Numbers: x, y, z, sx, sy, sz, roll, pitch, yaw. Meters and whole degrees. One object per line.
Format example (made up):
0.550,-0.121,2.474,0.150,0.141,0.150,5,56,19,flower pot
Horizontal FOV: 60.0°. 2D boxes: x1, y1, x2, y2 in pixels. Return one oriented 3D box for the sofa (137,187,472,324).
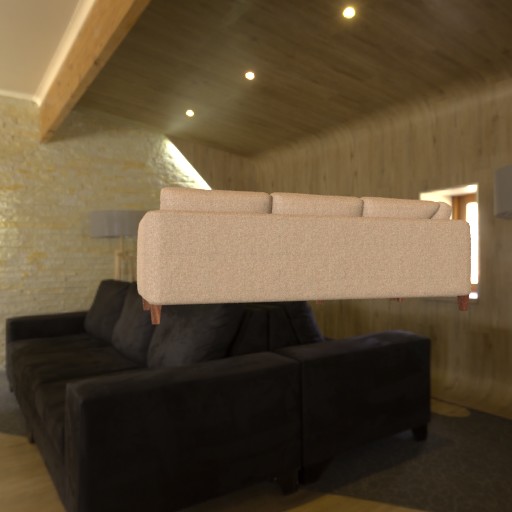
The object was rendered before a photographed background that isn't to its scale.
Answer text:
0.000,0.000,4.717,2.551,0.889,3.403,0,-1,-18,sofa
